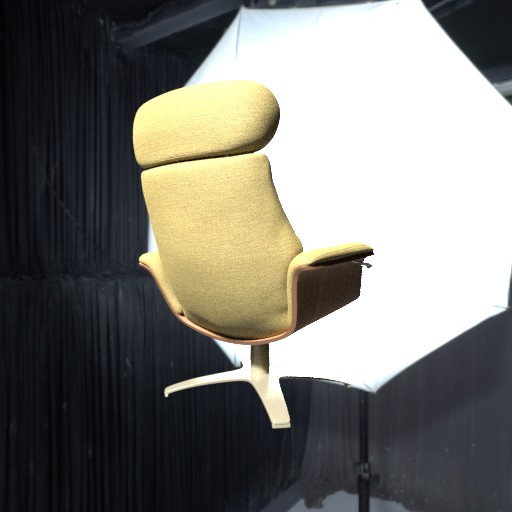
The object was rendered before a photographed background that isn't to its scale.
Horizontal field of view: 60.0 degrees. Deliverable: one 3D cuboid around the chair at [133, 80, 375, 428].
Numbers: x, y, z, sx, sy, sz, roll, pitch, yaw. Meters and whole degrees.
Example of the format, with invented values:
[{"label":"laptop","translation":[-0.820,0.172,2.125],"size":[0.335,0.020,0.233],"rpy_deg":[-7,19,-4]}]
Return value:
[{"label":"chair","translation":[0.000,0.000,1.615],"size":[0.785,0.995,0.837],"rpy_deg":[0,0,36]}]
